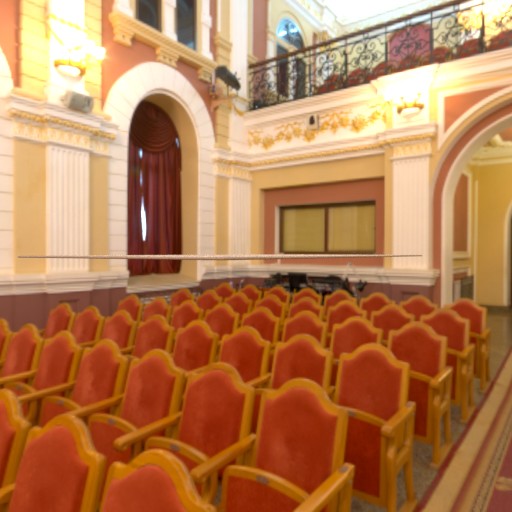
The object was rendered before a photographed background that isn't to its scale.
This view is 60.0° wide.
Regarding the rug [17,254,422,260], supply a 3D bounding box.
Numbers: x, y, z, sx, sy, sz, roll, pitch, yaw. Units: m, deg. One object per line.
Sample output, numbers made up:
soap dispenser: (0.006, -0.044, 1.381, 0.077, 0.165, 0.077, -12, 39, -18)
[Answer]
rug: (0.000, 0.000, 3.006, 1.524, 0.011, 2.438, 0, 0, 36)
